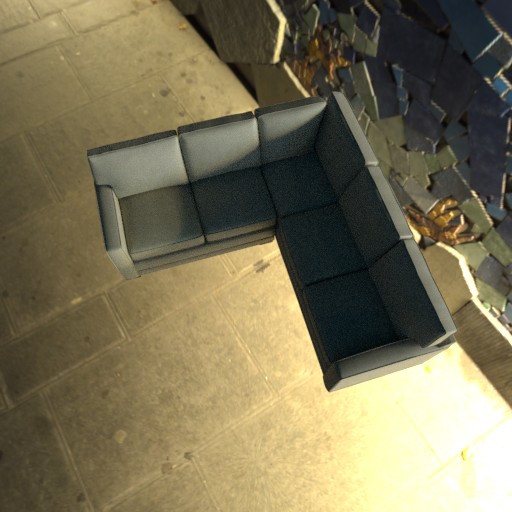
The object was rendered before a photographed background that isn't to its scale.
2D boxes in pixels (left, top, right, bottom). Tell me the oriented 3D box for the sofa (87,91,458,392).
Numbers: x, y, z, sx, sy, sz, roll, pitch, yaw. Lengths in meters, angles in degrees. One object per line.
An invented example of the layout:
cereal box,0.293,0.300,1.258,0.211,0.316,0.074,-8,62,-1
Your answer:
sofa,0.000,0.000,3.465,2.188,0.936,2.211,-15,66,-7
